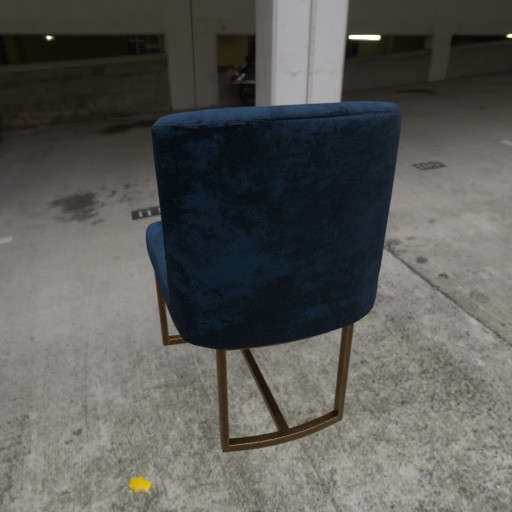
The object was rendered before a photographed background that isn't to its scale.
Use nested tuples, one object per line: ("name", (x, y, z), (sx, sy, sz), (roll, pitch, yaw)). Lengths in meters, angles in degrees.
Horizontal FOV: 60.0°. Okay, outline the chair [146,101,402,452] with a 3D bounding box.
("chair", (0.000, 0.000, 1.164), (0.530, 0.824, 0.560), (-9, 28, -16))
